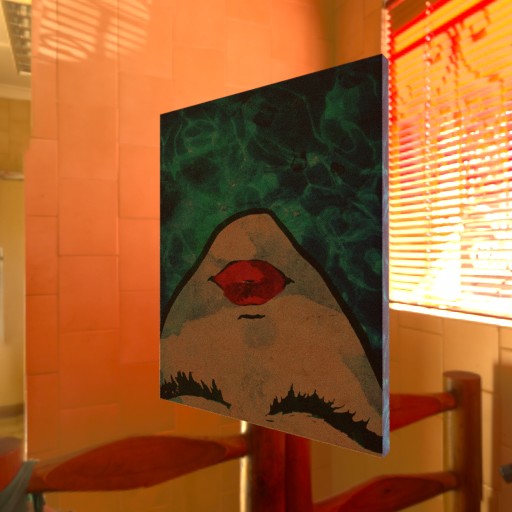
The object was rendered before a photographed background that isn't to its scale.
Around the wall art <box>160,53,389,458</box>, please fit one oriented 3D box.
[{"bbox_3d":[0.000,0.000,1.023,0.609,0.760,0.038,0,0,36],"label":"wall art"}]
